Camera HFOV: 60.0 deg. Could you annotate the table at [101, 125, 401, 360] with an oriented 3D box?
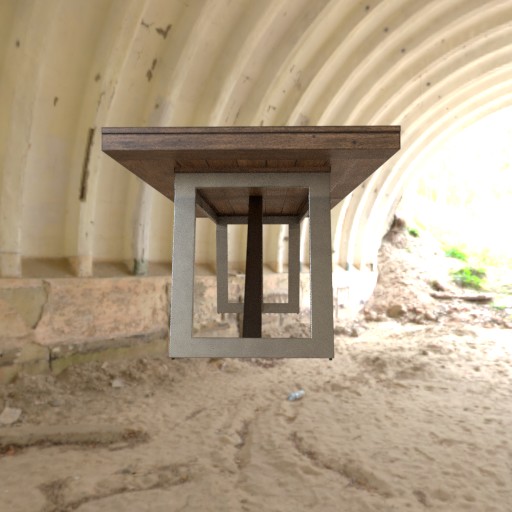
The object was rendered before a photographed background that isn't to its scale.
[{"bbox_3d":[0.000,0.000,2.301,0.931,0.757,1.867,0,-2,1],"label":"table"}]
